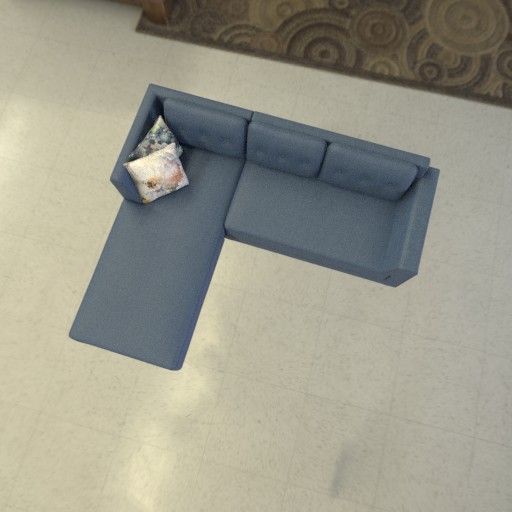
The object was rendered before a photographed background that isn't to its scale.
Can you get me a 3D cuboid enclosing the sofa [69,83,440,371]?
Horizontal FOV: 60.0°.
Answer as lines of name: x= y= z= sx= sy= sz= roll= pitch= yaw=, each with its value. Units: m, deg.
sofa: x=0.000 y=0.000 z=3.116 sx=2.120 sy=0.787 sz=1.829 roll=16 pitch=76 yaw=4
